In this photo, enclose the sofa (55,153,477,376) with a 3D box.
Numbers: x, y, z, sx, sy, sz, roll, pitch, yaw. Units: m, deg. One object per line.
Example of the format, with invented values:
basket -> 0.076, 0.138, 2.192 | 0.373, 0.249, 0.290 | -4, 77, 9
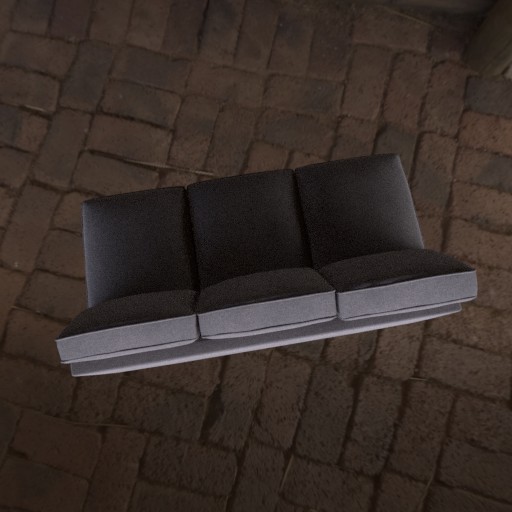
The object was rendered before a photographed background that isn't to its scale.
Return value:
sofa -> 0.000, 0.000, 2.535 | 1.962, 0.973, 1.027 | -9, 76, -2
